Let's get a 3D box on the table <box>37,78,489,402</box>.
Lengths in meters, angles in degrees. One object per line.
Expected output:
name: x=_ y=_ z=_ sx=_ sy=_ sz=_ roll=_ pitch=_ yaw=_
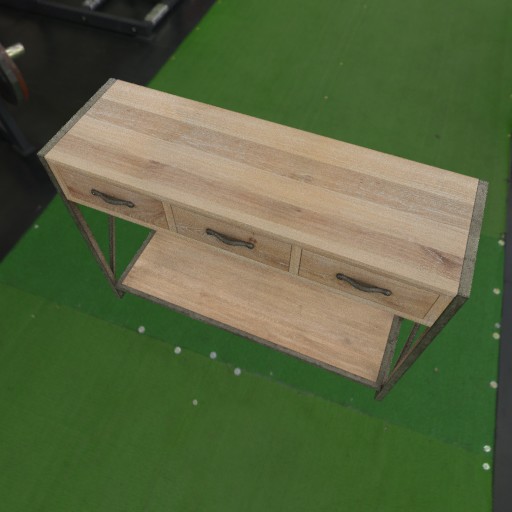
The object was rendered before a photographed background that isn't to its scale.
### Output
table: x=0.000 y=0.000 z=1.399 sx=1.059 sy=0.763 sz=0.361 roll=19 pitch=59 yaw=12
